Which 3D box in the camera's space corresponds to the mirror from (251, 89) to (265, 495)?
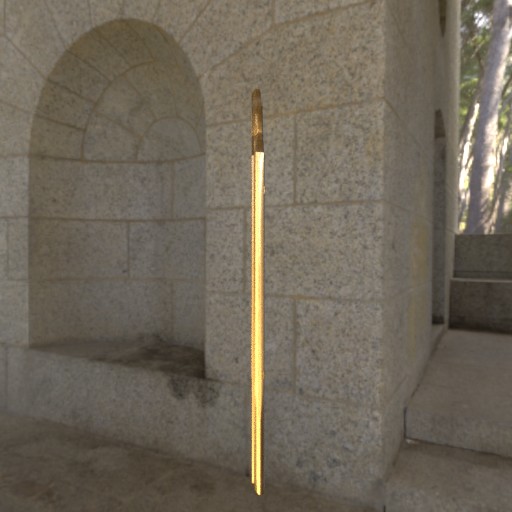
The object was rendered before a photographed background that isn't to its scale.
[{"bbox_3d":[0.000,0.000,0.846,0.018,0.635,0.513,0,1,-1],"label":"mirror"}]
